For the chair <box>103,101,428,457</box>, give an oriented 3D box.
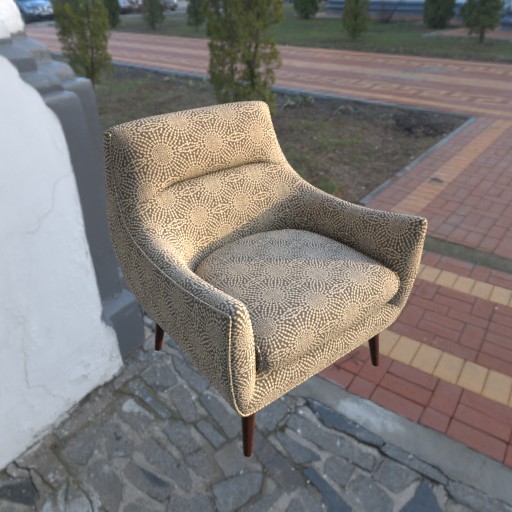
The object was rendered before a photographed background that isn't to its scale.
[{"bbox_3d":[0.000,0.000,1.481,0.762,0.838,0.787,-22,38,-32],"label":"chair"}]
